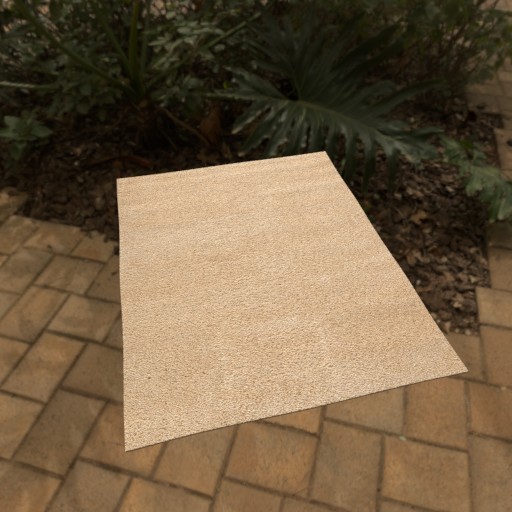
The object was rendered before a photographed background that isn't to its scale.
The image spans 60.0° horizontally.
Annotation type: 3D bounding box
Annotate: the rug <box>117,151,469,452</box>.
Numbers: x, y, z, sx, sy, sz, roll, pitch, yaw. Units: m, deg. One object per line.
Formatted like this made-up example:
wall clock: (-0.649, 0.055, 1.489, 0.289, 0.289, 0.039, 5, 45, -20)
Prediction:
rug: (0.000, 0.000, 4.001, 2.400, 0.025, 3.000, -10, 46, -10)
